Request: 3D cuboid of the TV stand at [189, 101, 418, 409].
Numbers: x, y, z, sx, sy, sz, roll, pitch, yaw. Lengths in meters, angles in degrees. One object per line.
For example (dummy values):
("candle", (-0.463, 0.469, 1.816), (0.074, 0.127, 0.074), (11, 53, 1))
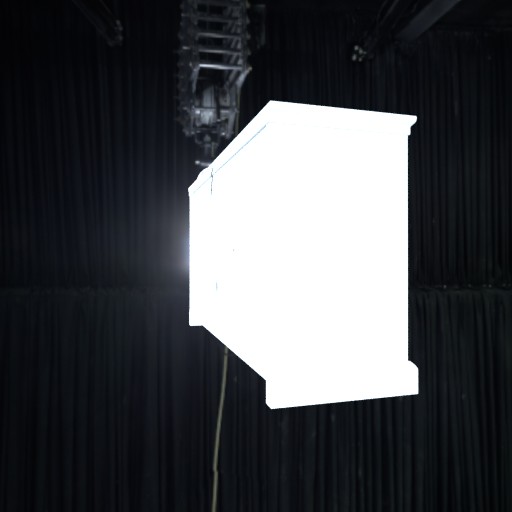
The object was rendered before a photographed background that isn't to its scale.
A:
("TV stand", (0.000, 0.000, 1.502), (0.424, 0.624, 1.187), (0, 0, -17))
